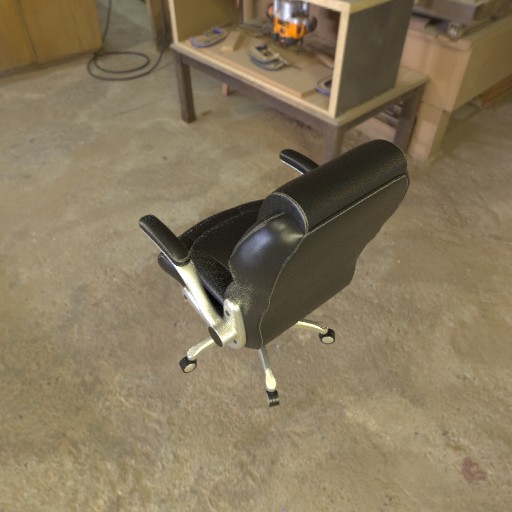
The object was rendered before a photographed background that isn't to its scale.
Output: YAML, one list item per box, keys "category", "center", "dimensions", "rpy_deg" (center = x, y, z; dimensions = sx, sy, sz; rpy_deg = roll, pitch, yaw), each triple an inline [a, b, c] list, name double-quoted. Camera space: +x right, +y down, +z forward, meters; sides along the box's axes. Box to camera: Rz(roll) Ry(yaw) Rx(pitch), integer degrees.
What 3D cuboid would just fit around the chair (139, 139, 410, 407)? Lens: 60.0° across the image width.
- category: "chair"
  center: [0.000, 0.000, 1.675]
  dimensions: [0.724, 1.141, 0.801]
  rpy_deg: [-31, 53, -26]
